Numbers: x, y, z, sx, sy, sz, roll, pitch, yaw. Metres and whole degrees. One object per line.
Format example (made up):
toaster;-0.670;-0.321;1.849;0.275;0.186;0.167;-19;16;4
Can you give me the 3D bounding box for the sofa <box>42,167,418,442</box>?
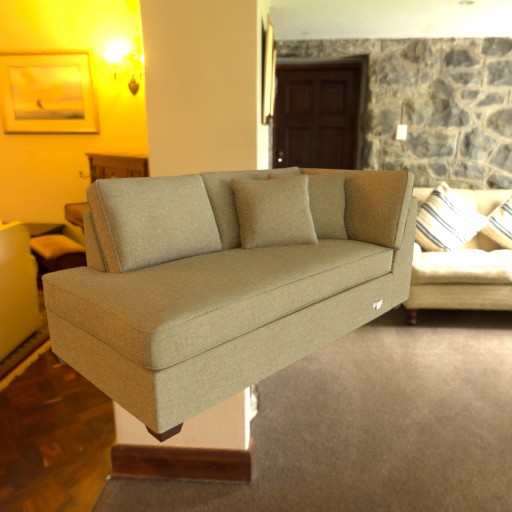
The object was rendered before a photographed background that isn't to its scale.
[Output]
sofa;0.000;0.000;2.768;1.110;1.019;2.238;14;20;43
